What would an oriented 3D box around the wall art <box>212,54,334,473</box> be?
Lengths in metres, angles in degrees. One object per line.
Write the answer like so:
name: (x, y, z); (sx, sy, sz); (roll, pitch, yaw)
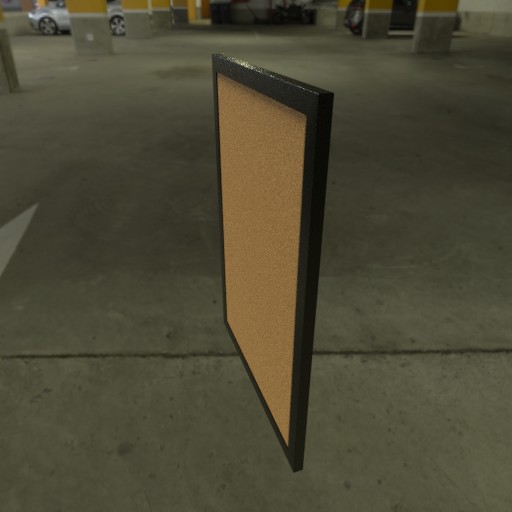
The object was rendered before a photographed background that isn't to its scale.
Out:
wall art: (0.000, 0.000, 0.549); (0.013, 0.432, 0.304); (-10, 31, -17)
